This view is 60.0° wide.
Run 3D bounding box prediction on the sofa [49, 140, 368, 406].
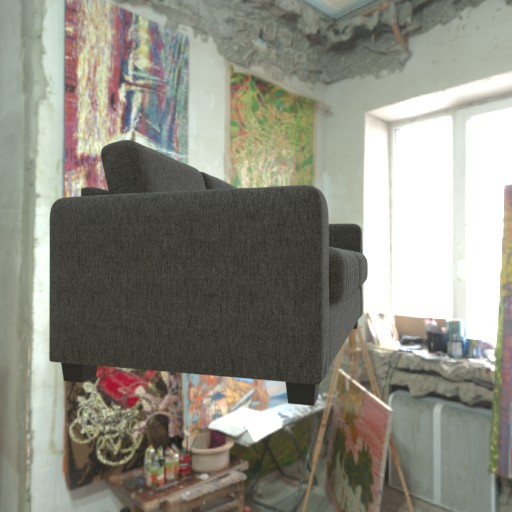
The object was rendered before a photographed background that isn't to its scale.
[{"bbox_3d":[0.000,0.000,1.958,0.900,0.800,1.520,0,0,17],"label":"sofa"}]
